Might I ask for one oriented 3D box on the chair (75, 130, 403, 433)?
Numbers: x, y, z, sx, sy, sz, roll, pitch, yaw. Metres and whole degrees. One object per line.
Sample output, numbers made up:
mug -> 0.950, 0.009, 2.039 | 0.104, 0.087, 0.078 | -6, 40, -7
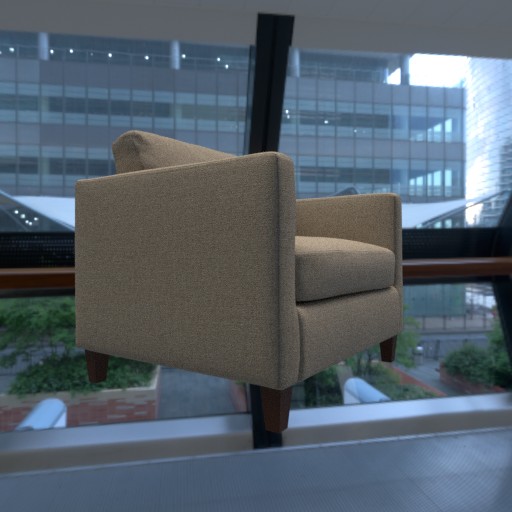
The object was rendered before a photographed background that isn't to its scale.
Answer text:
chair -> 0.000, 0.000, 1.852 | 0.959, 0.961, 1.107 | 0, 0, 35
